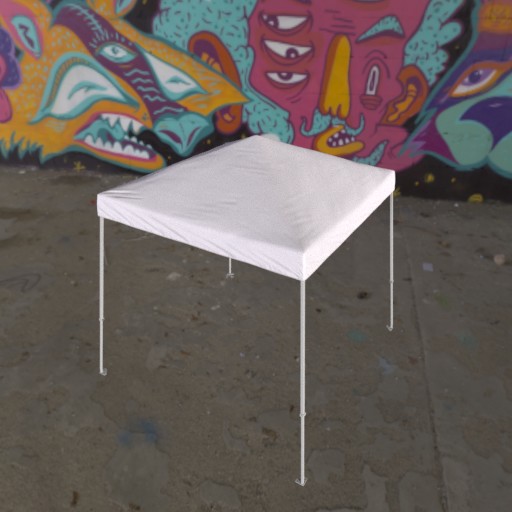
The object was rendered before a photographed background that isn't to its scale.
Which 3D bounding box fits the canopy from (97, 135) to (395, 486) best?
[{"bbox_3d":[0.000,0.000,5.259,2.850,2.850,2.849,17,33,28],"label":"canopy"}]
